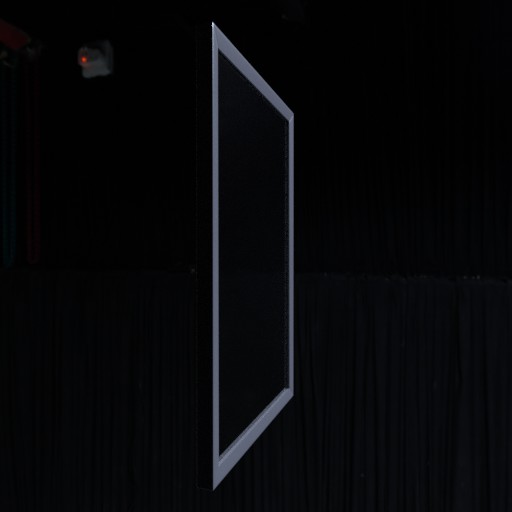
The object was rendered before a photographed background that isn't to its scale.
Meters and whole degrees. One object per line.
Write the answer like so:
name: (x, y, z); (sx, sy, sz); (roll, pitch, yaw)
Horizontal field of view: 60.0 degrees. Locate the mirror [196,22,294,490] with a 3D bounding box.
mirror: (0.000, 0.000, 1.157); (0.040, 0.915, 0.609); (0, 1, 20)
